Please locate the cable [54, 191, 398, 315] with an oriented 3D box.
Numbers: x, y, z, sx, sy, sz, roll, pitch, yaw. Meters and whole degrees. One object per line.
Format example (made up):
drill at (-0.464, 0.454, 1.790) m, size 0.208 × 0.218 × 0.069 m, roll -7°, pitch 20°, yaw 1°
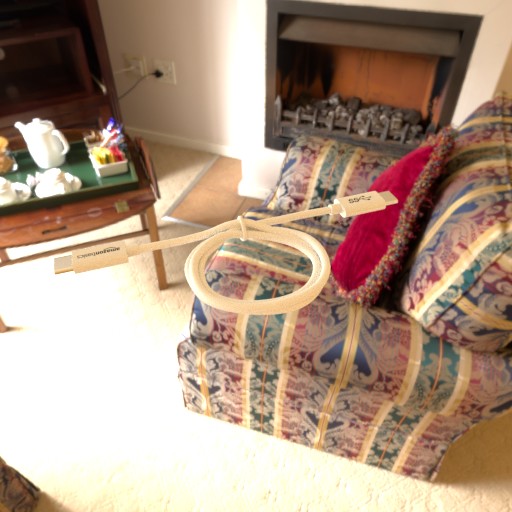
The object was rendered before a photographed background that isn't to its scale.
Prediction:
cable at (0.000, 0.000, 0.214) m, size 0.186 × 0.014 × 0.070 m, roll -13°, pitch 43°, yaw -14°
